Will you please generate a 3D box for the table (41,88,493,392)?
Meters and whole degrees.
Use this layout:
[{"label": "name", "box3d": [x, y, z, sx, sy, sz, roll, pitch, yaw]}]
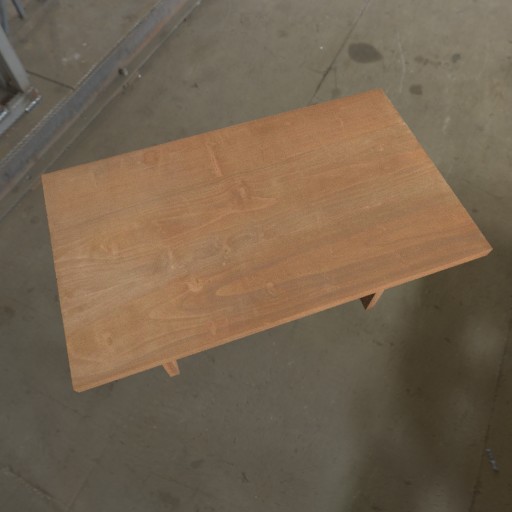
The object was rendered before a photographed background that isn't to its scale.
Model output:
[{"label": "table", "box3d": [0.000, 0.000, 2.141, 1.609, 0.780, 0.946, -17, 63, -9]}]
